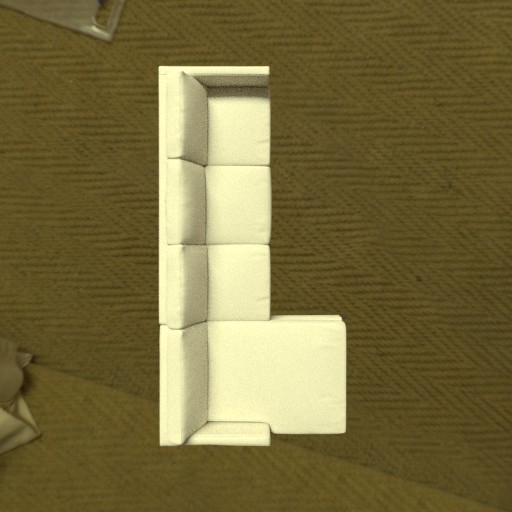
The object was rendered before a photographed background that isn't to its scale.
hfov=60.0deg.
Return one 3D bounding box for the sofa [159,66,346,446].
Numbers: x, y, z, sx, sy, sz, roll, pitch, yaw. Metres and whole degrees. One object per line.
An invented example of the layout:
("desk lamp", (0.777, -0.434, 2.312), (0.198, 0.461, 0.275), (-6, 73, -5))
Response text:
("sofa", (0.000, 0.000, 3.937), (1.625, 0.846, 3.186), (0, 90, 0))
